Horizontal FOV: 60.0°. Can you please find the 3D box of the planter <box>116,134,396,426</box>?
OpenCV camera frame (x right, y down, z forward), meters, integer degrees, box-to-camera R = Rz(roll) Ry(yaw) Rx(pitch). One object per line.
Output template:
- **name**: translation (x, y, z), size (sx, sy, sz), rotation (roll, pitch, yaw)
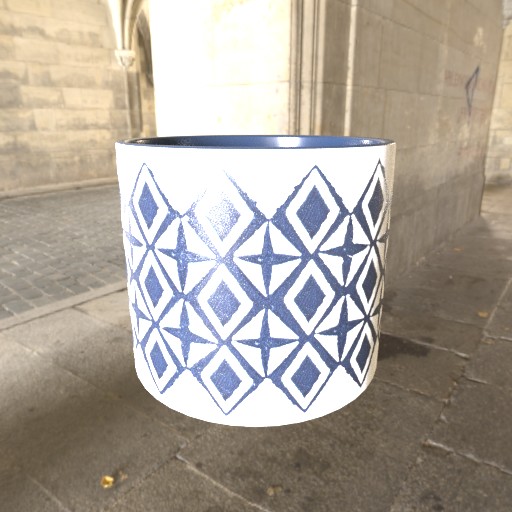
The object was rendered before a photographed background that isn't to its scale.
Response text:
- **planter**: translation (0.000, 0.000, 0.282), size (0.159, 0.144, 0.159), rotation (0, 17, 0)
